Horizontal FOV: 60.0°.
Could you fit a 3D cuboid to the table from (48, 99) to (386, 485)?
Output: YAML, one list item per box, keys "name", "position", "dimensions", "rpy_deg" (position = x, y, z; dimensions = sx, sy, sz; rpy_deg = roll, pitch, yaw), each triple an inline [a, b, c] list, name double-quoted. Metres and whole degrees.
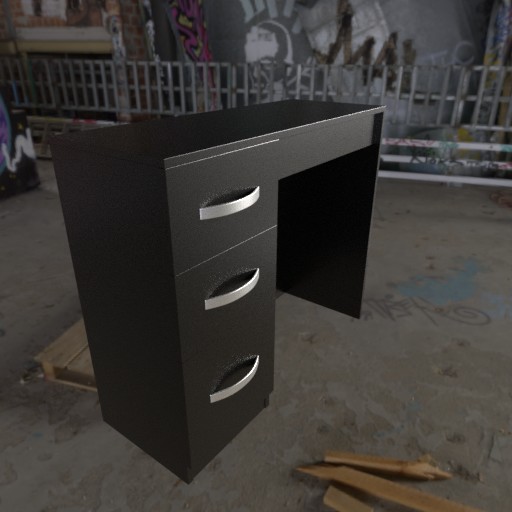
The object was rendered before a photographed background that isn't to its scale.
- name: "table"
  position: [0.000, 0.000, 1.319]
  dimensions: [0.380, 0.790, 0.930]
  rpy_deg: [18, 30, 33]
